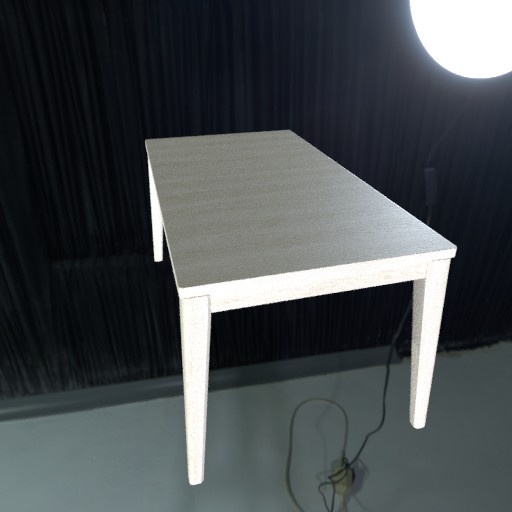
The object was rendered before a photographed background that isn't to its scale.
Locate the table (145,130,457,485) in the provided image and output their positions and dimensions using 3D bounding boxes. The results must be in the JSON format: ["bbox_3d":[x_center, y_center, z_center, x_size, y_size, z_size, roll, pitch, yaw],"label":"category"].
[{"bbox_3d":[0.000,0.000,2.069,0.900,0.760,1.600,-8,30,-13],"label":"table"}]
